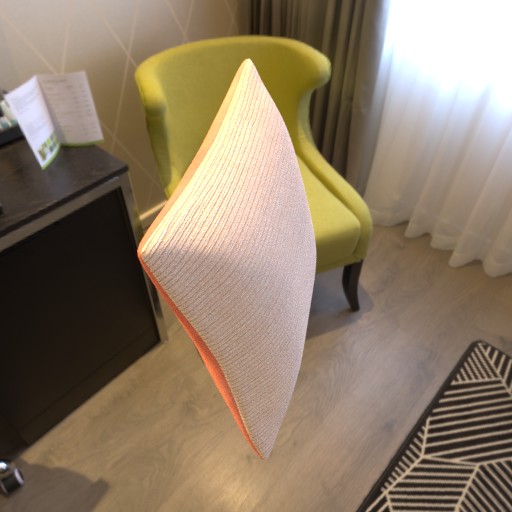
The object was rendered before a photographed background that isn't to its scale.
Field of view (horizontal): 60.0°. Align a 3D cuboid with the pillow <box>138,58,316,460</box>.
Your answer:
[{"bbox_3d":[0.000,0.000,0.650,0.177,0.401,0.424,8,46,8],"label":"pillow"}]
